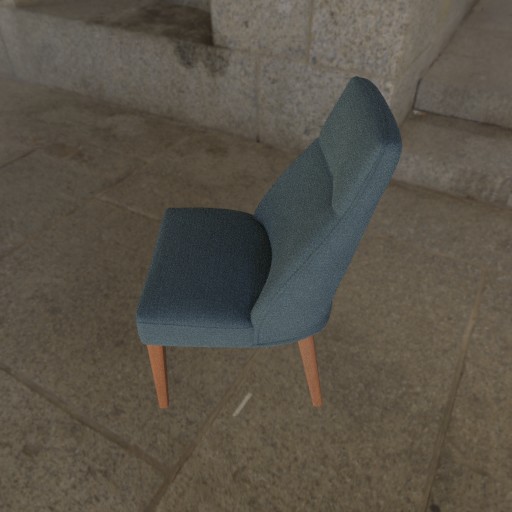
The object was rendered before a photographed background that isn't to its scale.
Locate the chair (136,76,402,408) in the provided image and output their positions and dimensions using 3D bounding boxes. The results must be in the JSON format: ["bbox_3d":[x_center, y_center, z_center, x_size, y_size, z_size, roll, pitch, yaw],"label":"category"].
[{"bbox_3d":[0.000,0.000,1.297,0.620,0.930,0.500,0,41,1],"label":"chair"}]
